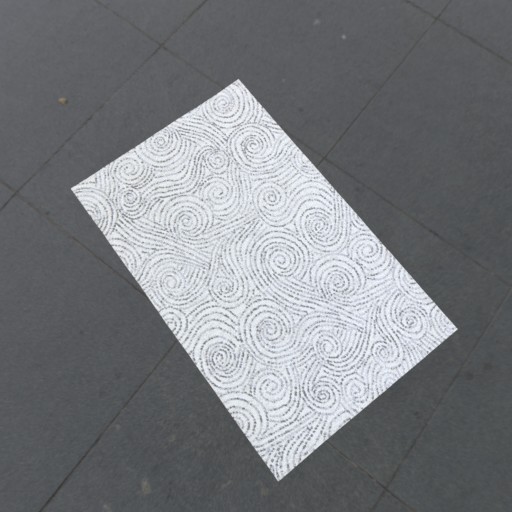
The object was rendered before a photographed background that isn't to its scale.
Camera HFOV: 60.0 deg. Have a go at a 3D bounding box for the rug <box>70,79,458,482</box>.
[{"bbox_3d":[0.000,0.000,3.081,1.524,0.005,2.439,-36,78,-9],"label":"rug"}]
